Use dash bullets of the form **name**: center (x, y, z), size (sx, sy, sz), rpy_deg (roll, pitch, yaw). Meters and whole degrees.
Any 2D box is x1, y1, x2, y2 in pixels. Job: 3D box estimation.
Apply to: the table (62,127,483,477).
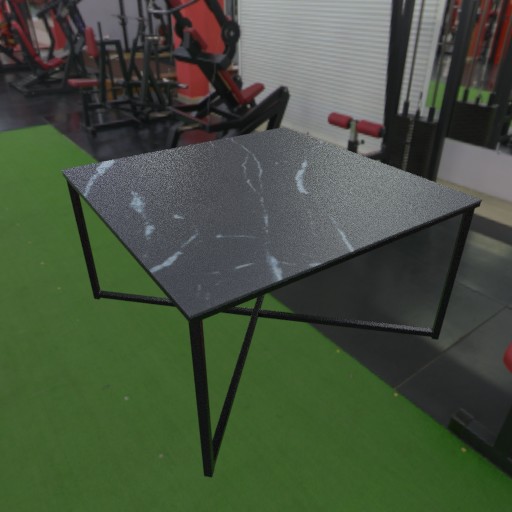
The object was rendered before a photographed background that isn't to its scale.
- **table**: center (0.000, 0.000, 1.292), size (0.800, 0.450, 0.800), rpy_deg (-19, 36, -29)
